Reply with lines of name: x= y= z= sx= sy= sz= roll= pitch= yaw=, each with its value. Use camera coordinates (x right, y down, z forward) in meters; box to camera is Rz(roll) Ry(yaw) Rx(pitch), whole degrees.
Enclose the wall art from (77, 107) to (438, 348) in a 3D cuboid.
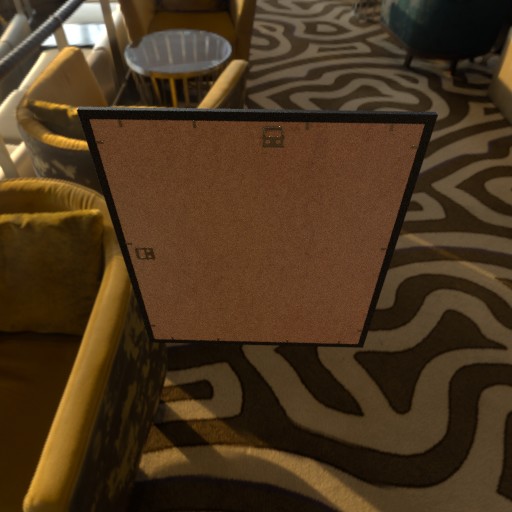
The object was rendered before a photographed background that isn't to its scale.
wall art: x=0.000 y=0.000 z=0.928 sx=0.559 sy=0.660 sz=0.018 roll=1 pitch=46 yaw=1
